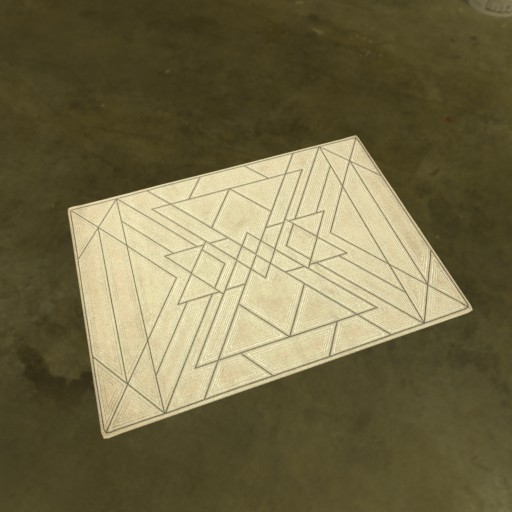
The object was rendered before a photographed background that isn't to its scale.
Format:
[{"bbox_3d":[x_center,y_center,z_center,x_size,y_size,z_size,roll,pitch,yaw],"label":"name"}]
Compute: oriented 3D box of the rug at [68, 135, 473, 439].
[{"bbox_3d":[0.000,0.000,4.371,3.381,0.026,2.436,-16,59,-10],"label":"rug"}]
